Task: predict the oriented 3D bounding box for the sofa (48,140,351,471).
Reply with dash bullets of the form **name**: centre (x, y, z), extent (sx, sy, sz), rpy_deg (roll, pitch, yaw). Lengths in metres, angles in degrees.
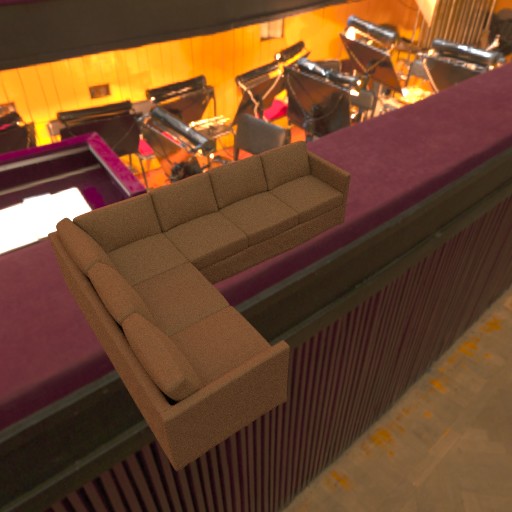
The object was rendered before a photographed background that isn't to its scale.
- **sofa**: centre (0.000, 0.000, 4.348), extent (3.182, 0.871, 2.432), rpy_deg (-25, 46, -27)
